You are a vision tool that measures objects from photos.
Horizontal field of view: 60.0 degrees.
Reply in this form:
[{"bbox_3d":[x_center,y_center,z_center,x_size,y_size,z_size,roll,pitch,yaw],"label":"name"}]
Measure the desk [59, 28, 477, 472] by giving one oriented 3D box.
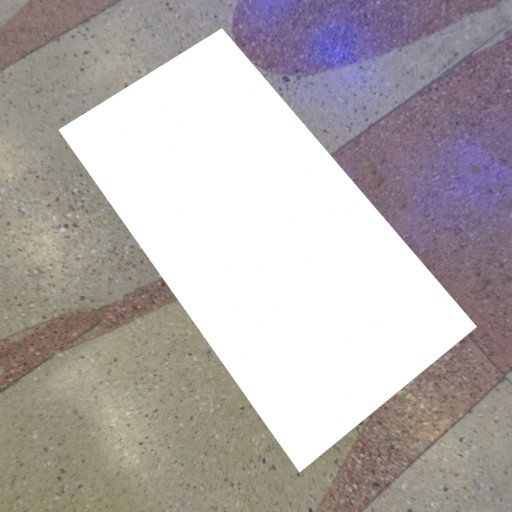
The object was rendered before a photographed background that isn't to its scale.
[{"bbox_3d":[0.000,0.000,1.524,0.560,0.730,1.096,-36,79,-8],"label":"desk"}]
